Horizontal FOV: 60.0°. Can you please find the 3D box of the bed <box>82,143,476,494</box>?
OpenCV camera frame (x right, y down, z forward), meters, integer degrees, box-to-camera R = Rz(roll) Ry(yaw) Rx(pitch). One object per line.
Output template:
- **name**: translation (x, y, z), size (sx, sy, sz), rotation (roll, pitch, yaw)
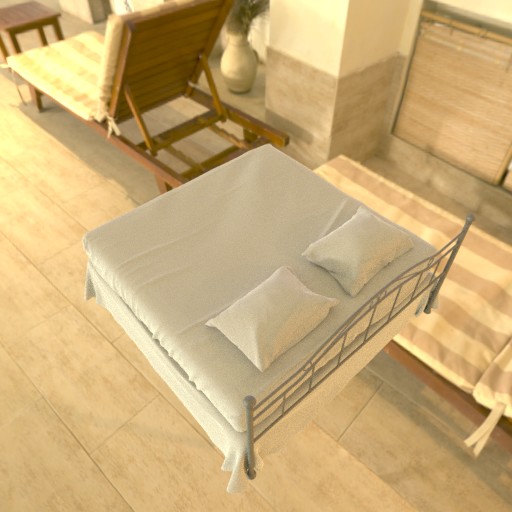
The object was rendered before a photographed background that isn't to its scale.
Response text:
- **bed**: translation (0.000, 0.000, 3.460), size (2.309, 1.080, 2.220), rotation (-33, 55, -27)
